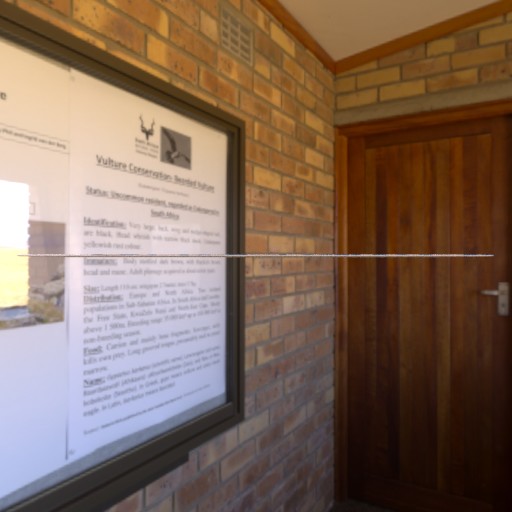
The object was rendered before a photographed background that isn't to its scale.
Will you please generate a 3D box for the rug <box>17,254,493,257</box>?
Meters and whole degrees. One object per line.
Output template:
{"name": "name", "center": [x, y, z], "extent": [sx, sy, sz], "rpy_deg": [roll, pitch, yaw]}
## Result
{"name": "rug", "center": [0.000, 0.000, 2.652], "extent": [2.446, 0.011, 0.768], "rpy_deg": [0, 0, -1]}
